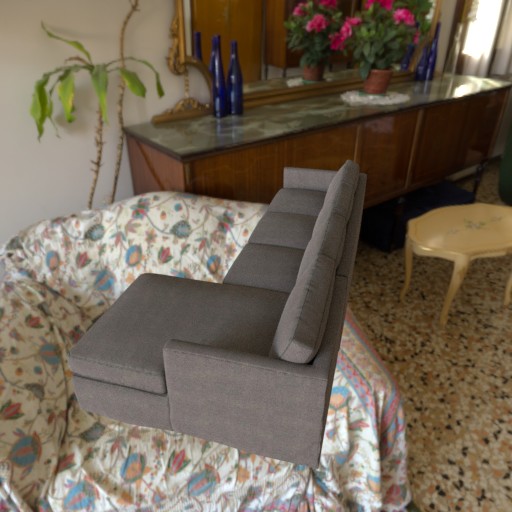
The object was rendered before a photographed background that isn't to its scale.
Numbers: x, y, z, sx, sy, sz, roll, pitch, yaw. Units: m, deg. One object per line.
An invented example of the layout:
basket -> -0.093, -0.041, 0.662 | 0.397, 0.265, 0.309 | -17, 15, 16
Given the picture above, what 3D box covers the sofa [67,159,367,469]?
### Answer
sofa -> 0.000, 0.000, 3.863 | 1.650, 0.922, 3.205 | 8, 31, 13
